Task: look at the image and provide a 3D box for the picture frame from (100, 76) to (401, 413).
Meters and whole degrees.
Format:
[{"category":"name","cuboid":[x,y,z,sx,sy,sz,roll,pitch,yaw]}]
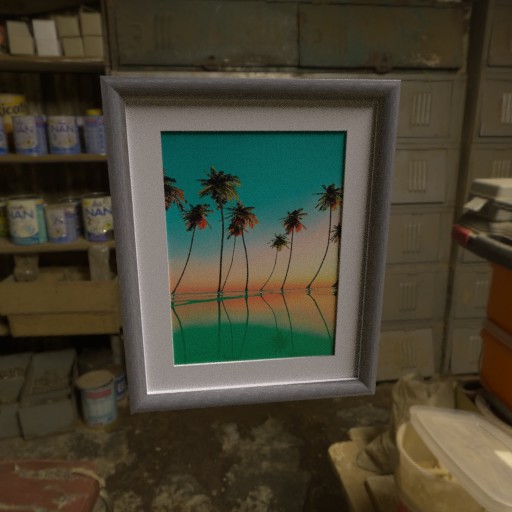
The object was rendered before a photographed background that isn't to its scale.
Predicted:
[{"category":"picture frame","cuboid":[0.000,0.000,0.750,0.454,0.559,0.029,-2,16,-7]}]
